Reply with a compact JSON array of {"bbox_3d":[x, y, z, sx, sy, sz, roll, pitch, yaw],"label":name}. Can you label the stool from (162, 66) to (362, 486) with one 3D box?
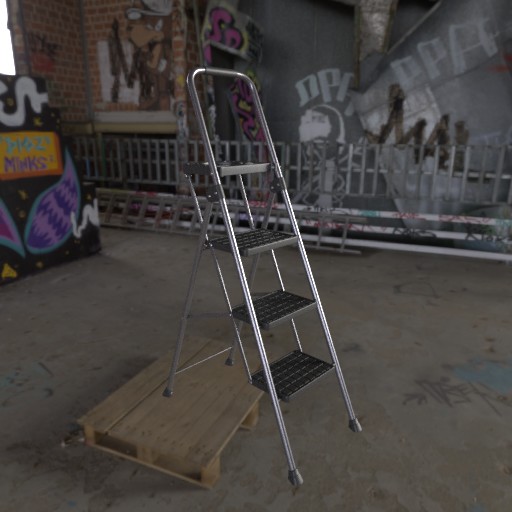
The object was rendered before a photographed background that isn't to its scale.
[{"bbox_3d":[0.000,0.000,1.585,0.733,1.277,0.396,15,22,42],"label":"stool"}]
